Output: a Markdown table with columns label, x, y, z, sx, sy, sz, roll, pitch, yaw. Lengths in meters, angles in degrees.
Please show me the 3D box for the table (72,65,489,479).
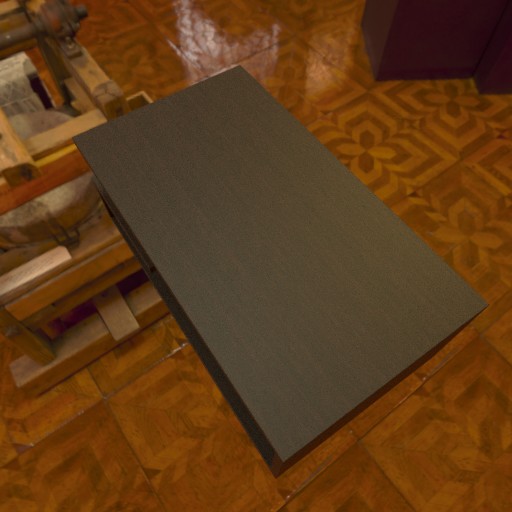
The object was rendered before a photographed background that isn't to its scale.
| label | x | y | z | sx | sy | sz | roll | pitch | yaw |
| --- | --- | --- | --- | --- | --- | --- | --- | --- | --- |
| table | 0.000 | 0.000 | 1.356 | 0.590 | 0.460 | 1.050 | -30 | 64 | -17 |
